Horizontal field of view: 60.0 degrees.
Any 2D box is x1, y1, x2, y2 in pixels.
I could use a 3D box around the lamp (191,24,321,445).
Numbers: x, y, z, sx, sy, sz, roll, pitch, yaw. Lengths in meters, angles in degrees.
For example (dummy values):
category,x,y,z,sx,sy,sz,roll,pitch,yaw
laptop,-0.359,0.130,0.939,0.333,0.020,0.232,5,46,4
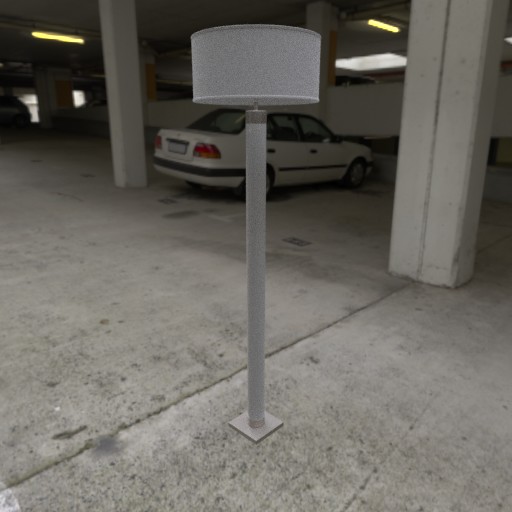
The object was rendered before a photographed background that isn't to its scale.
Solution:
category,x,y,z,sx,sy,sz,roll,pitch,yaw
lamp,0.000,0.000,1.634,0.420,1.475,0.420,15,22,42
